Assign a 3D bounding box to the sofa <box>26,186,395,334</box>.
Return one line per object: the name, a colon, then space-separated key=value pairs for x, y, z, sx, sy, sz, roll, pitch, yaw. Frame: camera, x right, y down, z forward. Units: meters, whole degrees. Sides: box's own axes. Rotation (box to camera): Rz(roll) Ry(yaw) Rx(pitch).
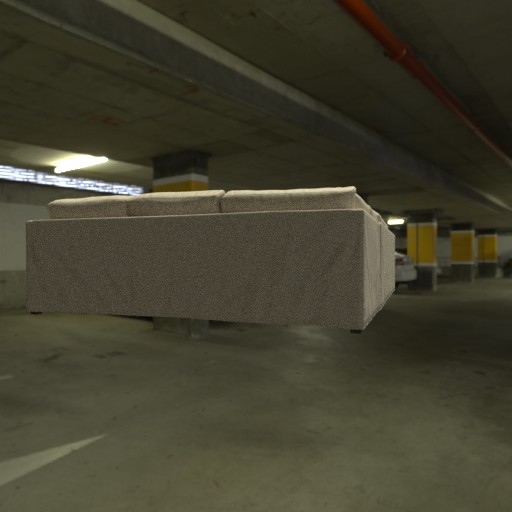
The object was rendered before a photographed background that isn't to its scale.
sofa: x=0.000 y=0.000 z=4.292 sx=2.432 sy=0.871 sz=3.182 roll=0 pitch=0 yaw=20
